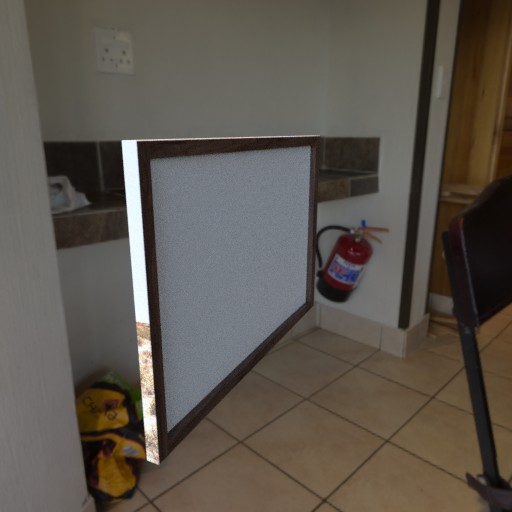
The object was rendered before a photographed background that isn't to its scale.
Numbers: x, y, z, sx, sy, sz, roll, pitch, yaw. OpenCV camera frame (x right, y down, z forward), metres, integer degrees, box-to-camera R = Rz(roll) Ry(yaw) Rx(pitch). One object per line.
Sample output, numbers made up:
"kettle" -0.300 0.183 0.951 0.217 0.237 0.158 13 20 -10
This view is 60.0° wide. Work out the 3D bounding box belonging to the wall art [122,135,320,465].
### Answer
"wall art" 0.000 0.000 1.962 0.051 1.016 1.520 8 17 25
